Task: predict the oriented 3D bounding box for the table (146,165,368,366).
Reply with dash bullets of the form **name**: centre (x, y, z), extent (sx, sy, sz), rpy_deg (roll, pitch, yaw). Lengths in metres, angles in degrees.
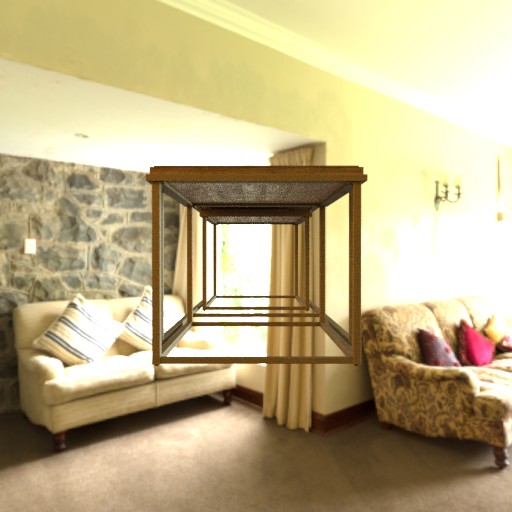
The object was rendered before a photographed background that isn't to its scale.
- **table**: centre (0.000, 0.000, 1.517), extent (0.489, 0.427, 1.312), rpy_deg (0, 0, 0)
